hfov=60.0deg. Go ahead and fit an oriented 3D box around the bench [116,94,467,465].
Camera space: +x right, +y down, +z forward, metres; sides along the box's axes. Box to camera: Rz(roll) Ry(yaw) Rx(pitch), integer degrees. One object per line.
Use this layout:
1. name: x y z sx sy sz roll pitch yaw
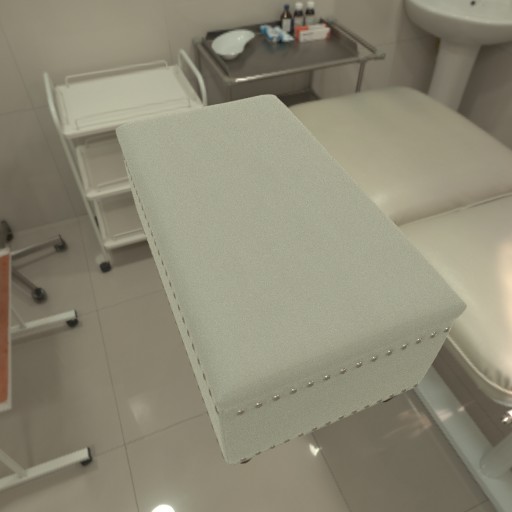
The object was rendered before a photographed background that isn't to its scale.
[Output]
1. bench: 0.000 0.000 1.185 0.500 0.449 0.887 -17 49 -15
